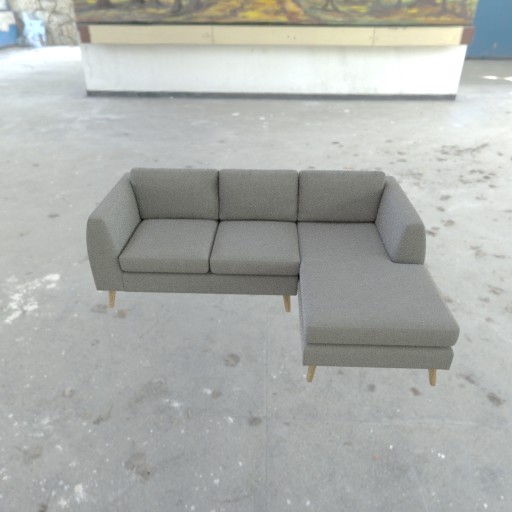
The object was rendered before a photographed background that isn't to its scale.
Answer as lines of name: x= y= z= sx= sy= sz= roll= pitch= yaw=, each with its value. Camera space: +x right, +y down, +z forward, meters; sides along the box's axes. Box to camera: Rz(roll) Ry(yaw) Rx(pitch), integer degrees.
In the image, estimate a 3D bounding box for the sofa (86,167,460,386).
sofa: x=0.000 y=0.000 z=3.100 sx=2.300 sy=0.860 sz=1.580 roll=1 pitch=31 yaw=2
